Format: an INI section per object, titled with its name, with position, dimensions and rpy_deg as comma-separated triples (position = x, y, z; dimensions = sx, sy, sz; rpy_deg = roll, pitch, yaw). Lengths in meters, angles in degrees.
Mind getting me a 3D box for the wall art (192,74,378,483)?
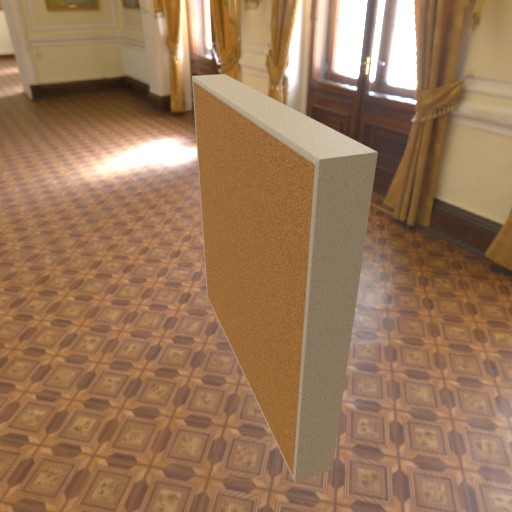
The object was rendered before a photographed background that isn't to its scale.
[wall art]
position = 0.000, 0.000, 0.454
dimensions = 0.038, 0.304, 0.305
rpy_deg = -11, 32, -18
